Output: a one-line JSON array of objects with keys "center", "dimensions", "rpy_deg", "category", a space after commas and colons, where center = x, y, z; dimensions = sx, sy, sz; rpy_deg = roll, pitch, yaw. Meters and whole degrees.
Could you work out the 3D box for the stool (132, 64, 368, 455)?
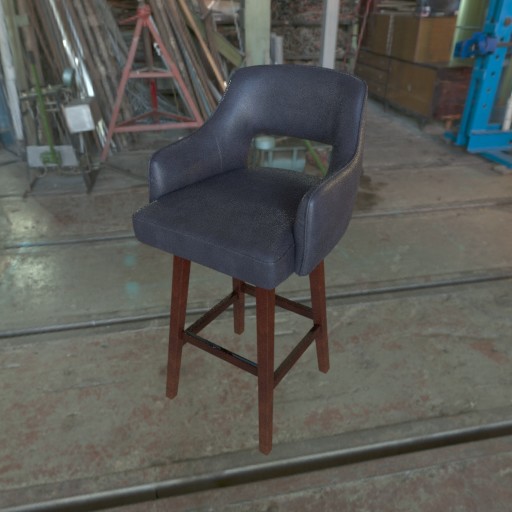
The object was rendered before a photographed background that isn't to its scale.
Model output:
[{"center": [0.000, 0.000, 1.378], "dimensions": [0.550, 1.041, 0.560], "rpy_deg": [19, 35, 28], "category": "stool"}]
